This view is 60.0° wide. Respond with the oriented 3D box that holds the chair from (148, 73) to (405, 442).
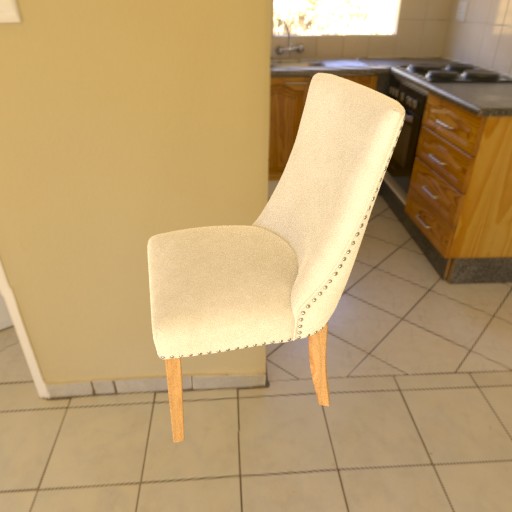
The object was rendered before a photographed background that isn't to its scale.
[{"bbox_3d":[0.000,0.000,1.267,0.610,0.902,0.495,-7,32,-12],"label":"chair"}]
